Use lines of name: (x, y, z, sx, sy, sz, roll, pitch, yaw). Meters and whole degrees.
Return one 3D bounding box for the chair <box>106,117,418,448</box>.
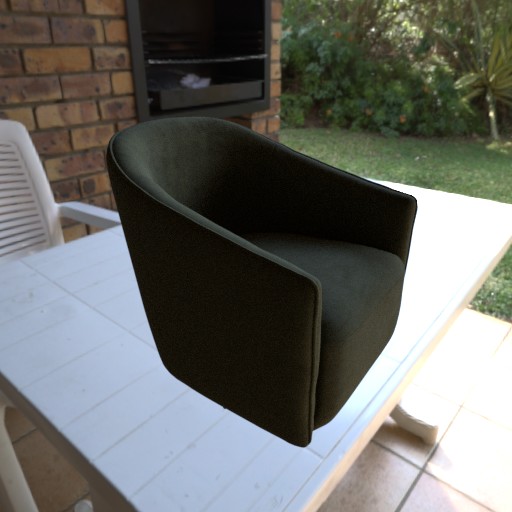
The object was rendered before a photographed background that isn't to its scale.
chair: (0.000, 0.000, 1.464, 0.875, 0.799, 0.747, 17, 31, 31)
